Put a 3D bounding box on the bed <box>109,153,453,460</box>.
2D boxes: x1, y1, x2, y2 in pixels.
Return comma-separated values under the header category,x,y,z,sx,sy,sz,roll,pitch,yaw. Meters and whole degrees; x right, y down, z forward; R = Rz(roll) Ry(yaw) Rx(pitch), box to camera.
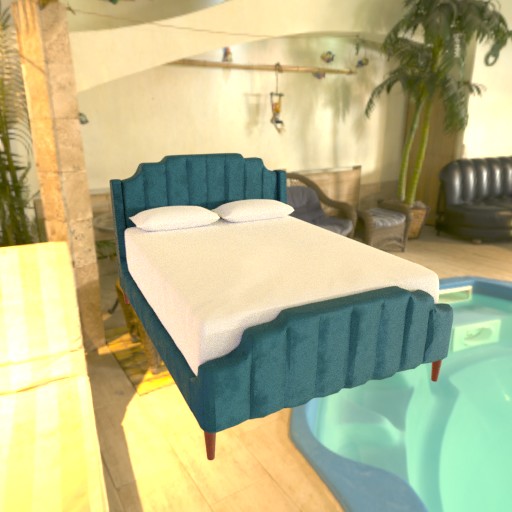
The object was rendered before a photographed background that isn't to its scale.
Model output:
category,x,y,z,sx,sy,sz,roll,pitch,yaw
bed,0.000,0.000,3.314,1.678,1.338,2.322,-8,19,-25
